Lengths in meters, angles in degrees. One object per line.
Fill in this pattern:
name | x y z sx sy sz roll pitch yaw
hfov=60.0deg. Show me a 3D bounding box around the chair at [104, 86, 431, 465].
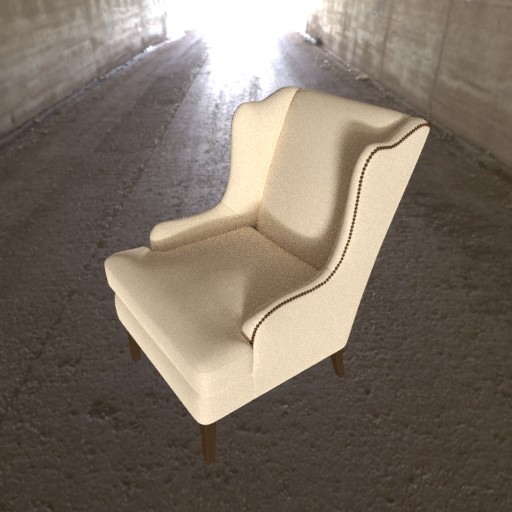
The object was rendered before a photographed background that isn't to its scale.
chair | 0.000 0.000 1.661 0.940 1.029 0.737 -22 38 -31
